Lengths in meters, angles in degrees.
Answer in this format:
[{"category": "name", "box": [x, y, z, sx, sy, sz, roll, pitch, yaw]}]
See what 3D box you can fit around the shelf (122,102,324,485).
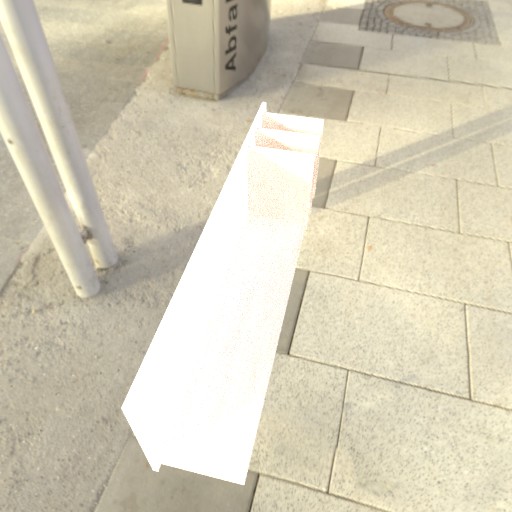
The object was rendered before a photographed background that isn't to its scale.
[{"category": "shelf", "box": [0.000, 0.000, 1.140, 0.200, 0.300, 1.020, 10, 48, 9]}]
